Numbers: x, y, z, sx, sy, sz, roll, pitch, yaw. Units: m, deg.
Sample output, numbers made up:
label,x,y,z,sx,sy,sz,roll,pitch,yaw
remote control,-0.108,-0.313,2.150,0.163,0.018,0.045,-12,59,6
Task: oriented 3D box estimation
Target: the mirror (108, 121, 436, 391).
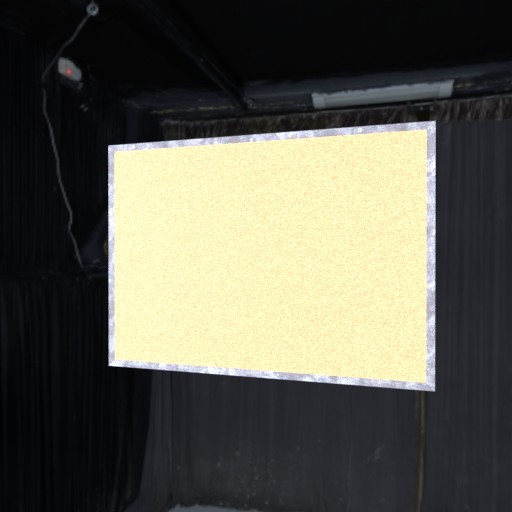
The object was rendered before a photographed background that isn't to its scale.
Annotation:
label,x,y,z,sx,sy,sz,roll,pitch,yaw
mirror,0.000,0.000,1.463,1.101,0.795,0.022,0,0,16
